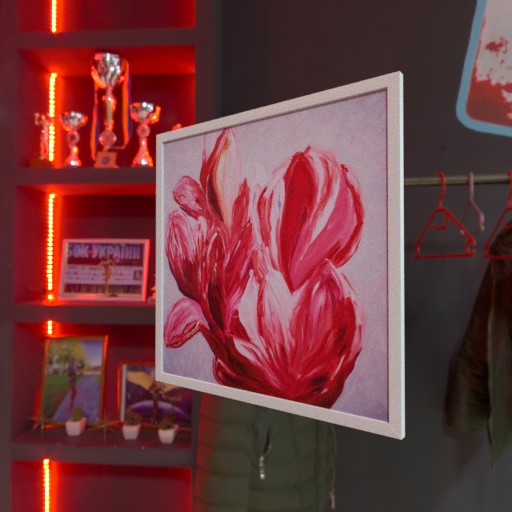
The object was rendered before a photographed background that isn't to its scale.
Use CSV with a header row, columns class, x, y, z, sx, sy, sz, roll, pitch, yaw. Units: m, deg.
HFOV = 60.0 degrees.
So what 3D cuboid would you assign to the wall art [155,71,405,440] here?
class,x,y,z,sx,sy,sz,roll,pitch,yaw
wall art,0.000,0.000,1.216,0.805,0.803,0.022,-1,-1,37
